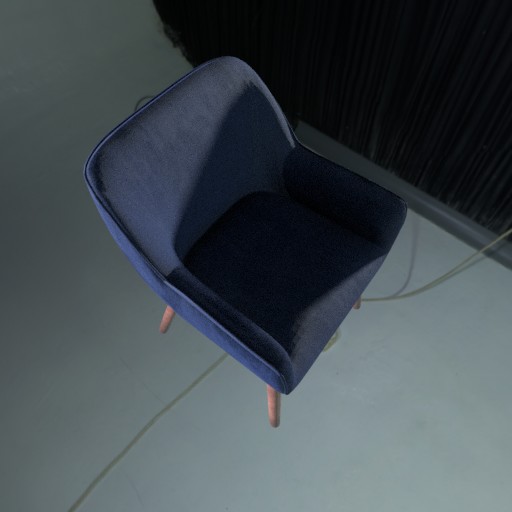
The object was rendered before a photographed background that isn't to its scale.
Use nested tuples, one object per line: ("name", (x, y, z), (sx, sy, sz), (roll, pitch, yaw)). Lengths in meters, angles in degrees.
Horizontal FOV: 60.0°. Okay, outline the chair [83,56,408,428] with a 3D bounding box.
("chair", (0.000, 0.000, 1.269), (0.600, 0.820, 0.600), (32, 63, 19))
